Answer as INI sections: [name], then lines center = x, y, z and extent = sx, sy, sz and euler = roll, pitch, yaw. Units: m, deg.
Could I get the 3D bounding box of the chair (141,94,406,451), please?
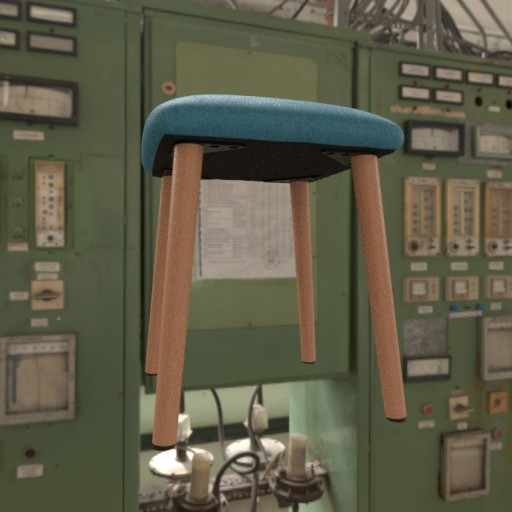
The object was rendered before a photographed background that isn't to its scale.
[chair]
center = 0.000, 0.000, 0.723
extent = 0.360, 0.450, 0.360
euler = 0, 1, -16
